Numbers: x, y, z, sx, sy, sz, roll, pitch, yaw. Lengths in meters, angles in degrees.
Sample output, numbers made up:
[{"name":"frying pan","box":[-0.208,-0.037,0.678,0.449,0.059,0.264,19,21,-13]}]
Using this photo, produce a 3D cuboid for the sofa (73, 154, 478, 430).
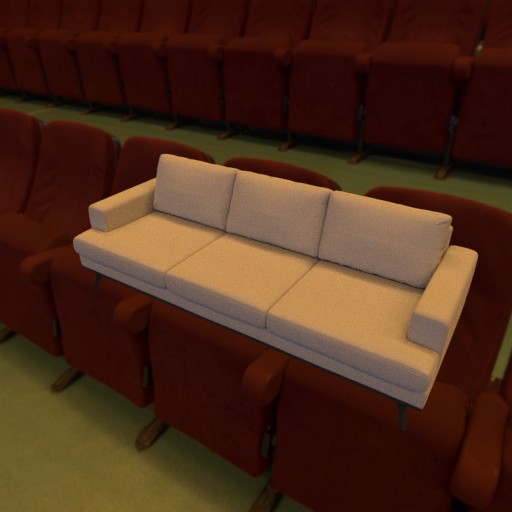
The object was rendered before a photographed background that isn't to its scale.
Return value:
[{"name":"sofa","box":[0.000,0.000,2.698,2.310,0.810,0.920,18,34,28]}]
